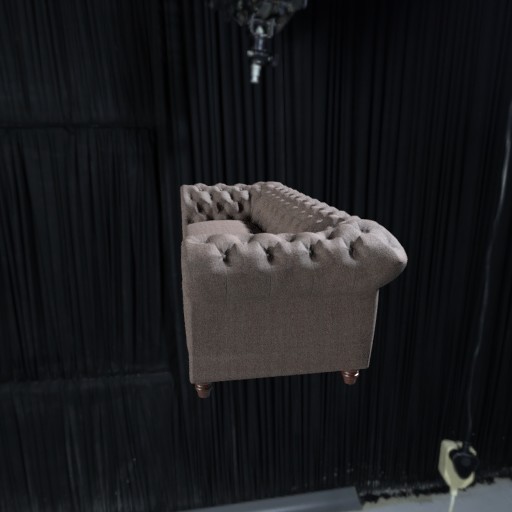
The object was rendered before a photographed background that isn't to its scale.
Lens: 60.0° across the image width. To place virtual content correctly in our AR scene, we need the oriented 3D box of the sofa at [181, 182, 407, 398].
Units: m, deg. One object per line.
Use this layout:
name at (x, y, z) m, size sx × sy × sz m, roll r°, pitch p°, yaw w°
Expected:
sofa at (0.000, 0.000, 2.884) m, size 0.944 × 0.787 × 2.385 m, roll -2°, pitch 15°, yaw -9°
